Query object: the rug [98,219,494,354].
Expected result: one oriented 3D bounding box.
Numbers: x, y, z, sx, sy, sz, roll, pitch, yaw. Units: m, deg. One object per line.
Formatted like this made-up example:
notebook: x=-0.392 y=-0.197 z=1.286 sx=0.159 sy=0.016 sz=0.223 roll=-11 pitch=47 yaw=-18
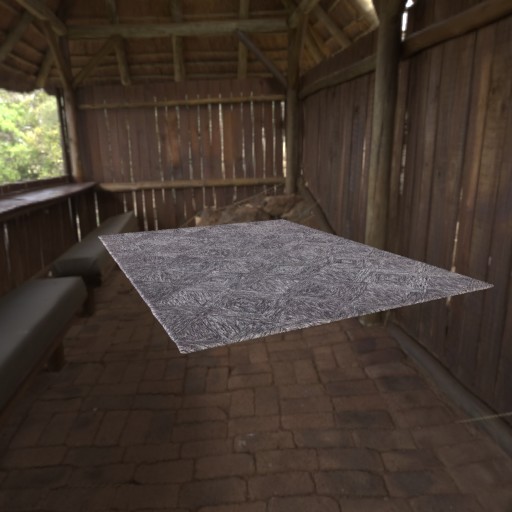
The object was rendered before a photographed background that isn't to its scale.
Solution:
rug: x=0.000 y=0.000 z=4.199 sx=2.448 sy=0.017 sz=3.204 roll=-7 pitch=16 yaw=-26
